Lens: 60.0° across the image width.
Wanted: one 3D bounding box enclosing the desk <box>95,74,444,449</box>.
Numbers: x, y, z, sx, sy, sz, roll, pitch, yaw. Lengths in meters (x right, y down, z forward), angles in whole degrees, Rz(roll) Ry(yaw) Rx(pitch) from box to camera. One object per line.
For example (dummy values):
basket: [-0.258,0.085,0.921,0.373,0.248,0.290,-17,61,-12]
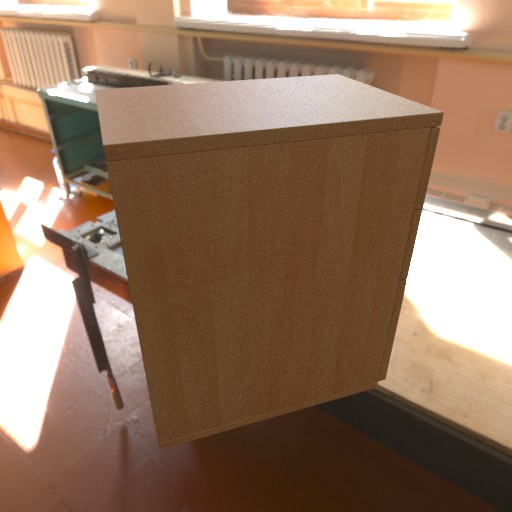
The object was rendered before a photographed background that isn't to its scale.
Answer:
desk: [0.000,0.000,1.072,0.600,0.730,0.404,-10,33,-16]
